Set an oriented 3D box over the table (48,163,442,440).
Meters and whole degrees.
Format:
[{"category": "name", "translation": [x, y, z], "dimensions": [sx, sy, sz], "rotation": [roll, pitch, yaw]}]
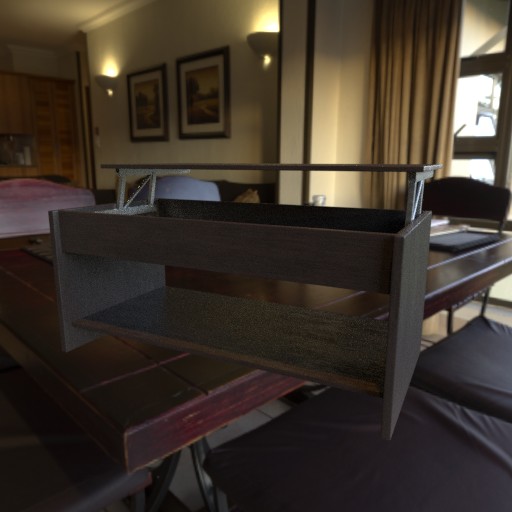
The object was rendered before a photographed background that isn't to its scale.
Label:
[{"category": "table", "translation": [0.000, 0.000, 1.413], "dimensions": [1.000, 0.570, 0.712], "rotation": [6, 14, 26]}]
